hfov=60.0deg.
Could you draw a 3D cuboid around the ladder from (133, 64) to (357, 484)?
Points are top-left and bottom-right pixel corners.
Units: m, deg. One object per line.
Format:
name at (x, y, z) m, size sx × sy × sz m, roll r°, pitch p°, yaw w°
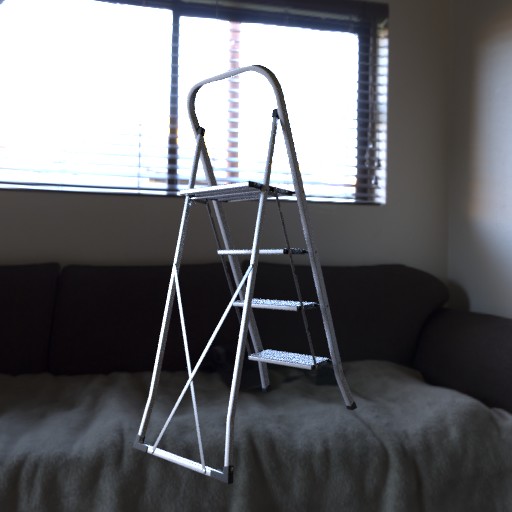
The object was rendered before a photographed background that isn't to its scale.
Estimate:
ladder at (0.000, 0.000, 1.695) m, size 0.465 × 1.290 × 0.830 m, roll 0°, pitch -1°, yaw 36°
